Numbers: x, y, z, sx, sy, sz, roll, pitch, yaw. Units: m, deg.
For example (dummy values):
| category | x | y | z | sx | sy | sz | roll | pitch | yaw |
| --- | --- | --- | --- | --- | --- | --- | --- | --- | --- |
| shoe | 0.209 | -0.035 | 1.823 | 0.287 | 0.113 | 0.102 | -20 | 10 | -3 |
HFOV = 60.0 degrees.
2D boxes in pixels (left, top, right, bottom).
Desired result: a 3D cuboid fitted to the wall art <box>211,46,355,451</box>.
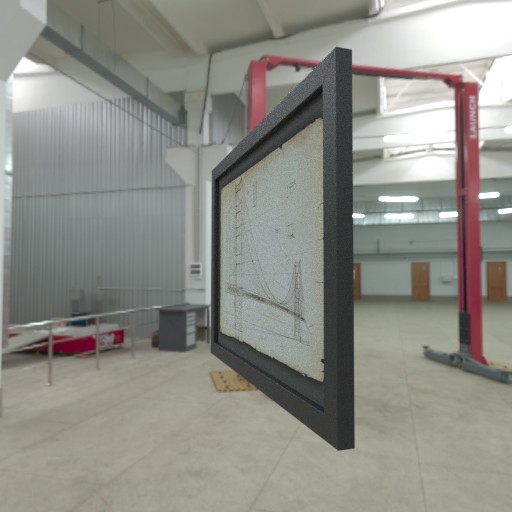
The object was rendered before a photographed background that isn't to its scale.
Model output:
| category | x | y | z | sx | sy | sz | roll | pitch | yaw |
| --- | --- | --- | --- | --- | --- | --- | --- | --- | --- |
| wall art | 0.000 | 0.000 | 0.542 | 0.016 | 0.306 | 0.432 | 1 | -2 | -18 |
